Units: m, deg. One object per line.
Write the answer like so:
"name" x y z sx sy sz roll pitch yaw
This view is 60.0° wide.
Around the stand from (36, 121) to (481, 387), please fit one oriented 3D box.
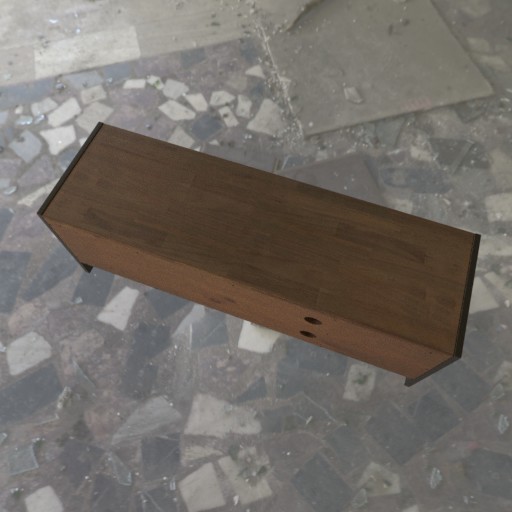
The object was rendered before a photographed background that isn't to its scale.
"stand" 0.000 0.000 1.764 1.480 0.506 0.454 18 65 9
